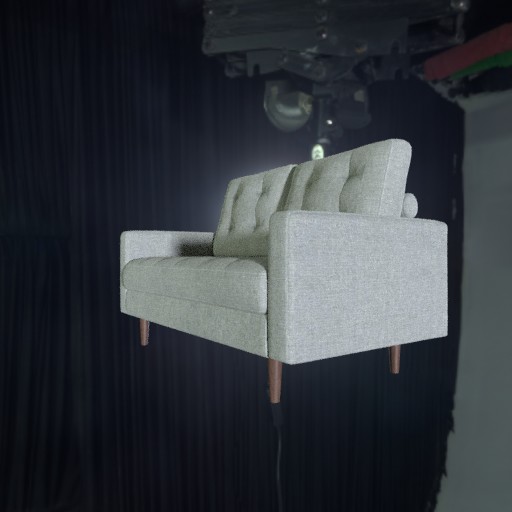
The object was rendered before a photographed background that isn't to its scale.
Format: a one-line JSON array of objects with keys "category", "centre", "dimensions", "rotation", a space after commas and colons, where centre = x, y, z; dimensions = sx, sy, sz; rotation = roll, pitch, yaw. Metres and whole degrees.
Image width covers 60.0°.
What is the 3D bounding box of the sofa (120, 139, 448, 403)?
[{"category": "sofa", "centre": [0.000, 0.000, 2.004], "dimensions": [0.842, 0.907, 1.407], "rotation": [0, 0, -36]}]
